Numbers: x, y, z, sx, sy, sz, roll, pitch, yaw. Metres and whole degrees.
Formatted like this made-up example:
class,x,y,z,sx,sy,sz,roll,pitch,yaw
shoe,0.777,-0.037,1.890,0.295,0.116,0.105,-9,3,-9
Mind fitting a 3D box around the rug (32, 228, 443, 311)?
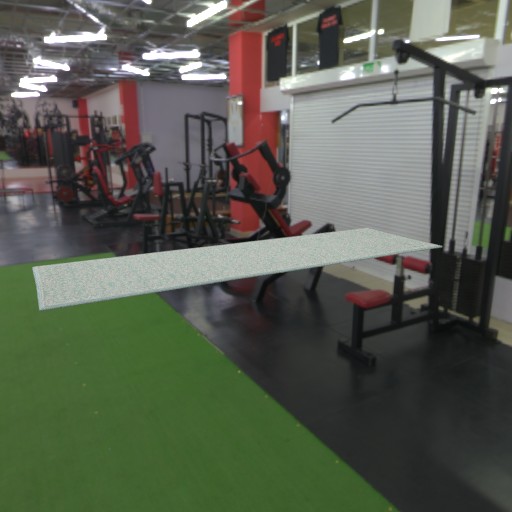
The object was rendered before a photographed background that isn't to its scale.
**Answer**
class,x,y,z,sx,sy,sz,roll,pitch,yaw
rug,0.000,0.000,2.447,2.196,0.011,0.662,-8,16,-27
